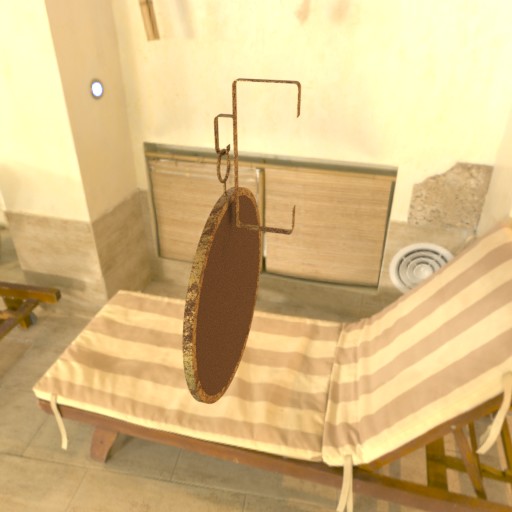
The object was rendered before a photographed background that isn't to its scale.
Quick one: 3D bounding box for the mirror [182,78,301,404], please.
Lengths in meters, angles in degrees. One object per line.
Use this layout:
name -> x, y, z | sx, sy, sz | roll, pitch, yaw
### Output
mirror -> 0.000, 0.000, 0.871 | 0.144, 0.651, 0.447 | 8, 32, 13
